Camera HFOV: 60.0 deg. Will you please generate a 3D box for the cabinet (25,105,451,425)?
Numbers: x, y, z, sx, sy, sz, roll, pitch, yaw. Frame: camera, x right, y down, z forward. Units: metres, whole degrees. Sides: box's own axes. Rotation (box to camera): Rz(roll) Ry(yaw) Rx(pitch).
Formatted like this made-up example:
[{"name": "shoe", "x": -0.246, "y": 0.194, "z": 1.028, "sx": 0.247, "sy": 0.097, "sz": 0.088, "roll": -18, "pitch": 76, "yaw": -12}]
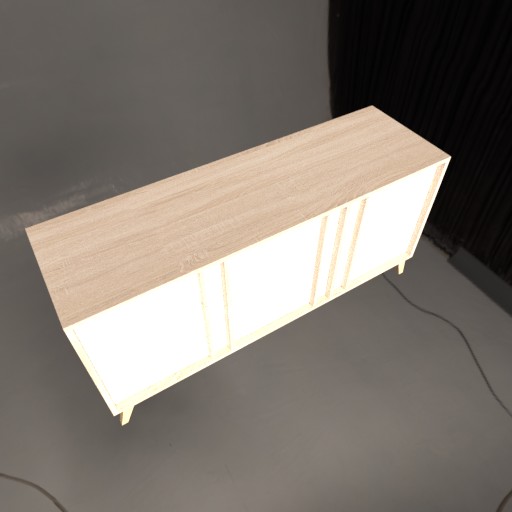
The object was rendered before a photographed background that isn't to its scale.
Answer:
[{"name": "cabinet", "x": 0.000, "y": 0.000, "z": 2.034, "sx": 1.649, "sy": 0.780, "sz": 0.500, "roll": -25, "pitch": 52, "yaw": -21}]
